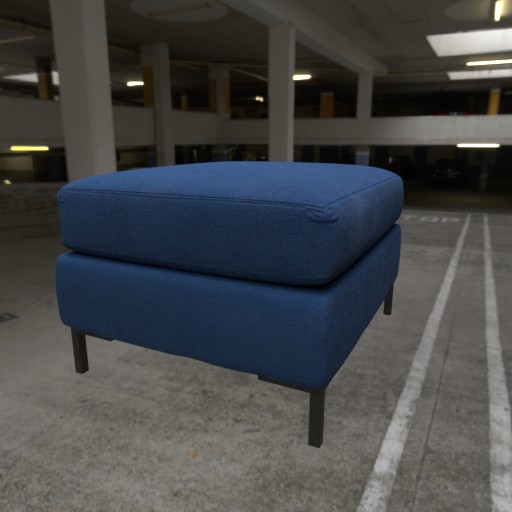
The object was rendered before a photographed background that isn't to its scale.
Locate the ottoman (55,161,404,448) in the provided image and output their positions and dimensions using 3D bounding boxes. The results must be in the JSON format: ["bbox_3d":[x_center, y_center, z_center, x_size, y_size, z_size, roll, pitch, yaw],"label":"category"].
[{"bbox_3d":[0.000,0.000,1.192,0.655,0.485,0.794,7,16,26],"label":"ottoman"}]
